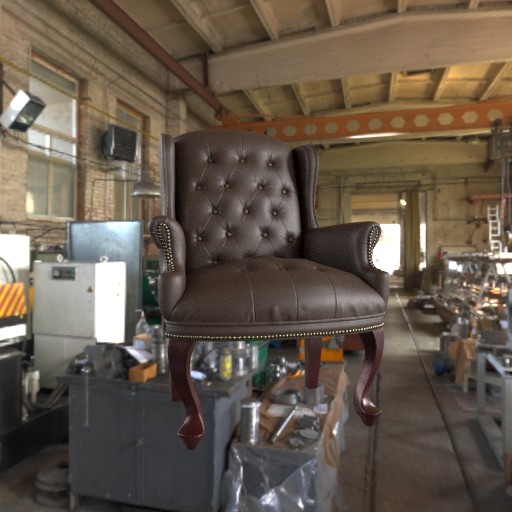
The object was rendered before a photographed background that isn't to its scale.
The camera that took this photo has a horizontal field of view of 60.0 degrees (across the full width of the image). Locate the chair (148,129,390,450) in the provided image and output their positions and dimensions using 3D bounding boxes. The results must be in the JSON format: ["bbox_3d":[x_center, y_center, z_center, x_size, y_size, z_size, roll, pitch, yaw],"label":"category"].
[{"bbox_3d":[0.000,0.000,1.692,0.829,1.132,0.819,0,0,-17],"label":"chair"}]
